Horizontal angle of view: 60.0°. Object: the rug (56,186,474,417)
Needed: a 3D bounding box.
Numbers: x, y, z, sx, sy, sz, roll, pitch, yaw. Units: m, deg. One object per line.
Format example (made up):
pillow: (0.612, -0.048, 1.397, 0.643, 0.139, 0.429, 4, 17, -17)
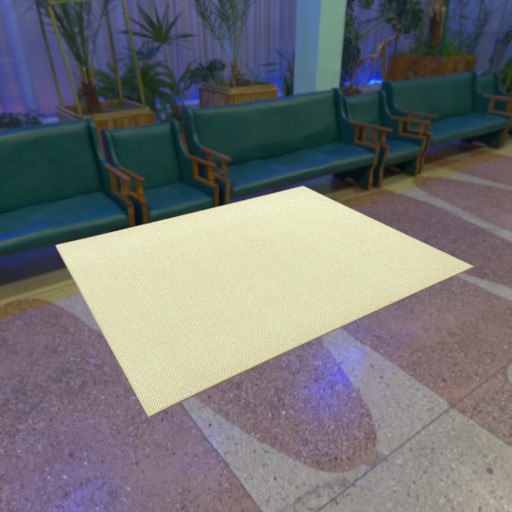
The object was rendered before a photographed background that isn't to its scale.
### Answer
rug: (0.000, 0.000, 4.107, 3.039, 0.018, 2.462, -18, 34, -28)
